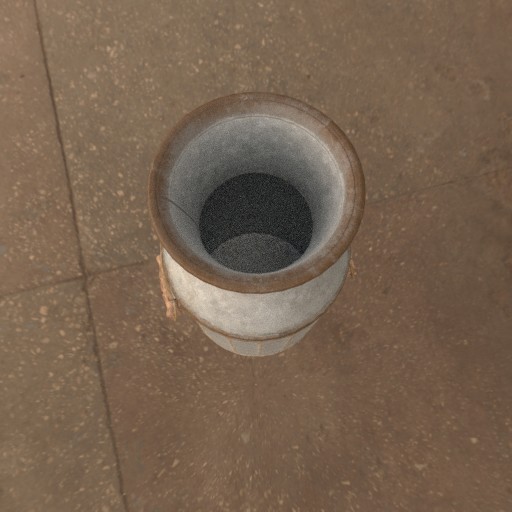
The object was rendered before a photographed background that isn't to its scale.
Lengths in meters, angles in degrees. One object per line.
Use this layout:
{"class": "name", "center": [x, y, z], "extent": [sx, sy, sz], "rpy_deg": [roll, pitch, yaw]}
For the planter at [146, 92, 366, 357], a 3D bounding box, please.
{"class": "planter", "center": [0.000, 0.000, 0.532], "extent": [0.245, 0.396, 0.214], "rpy_deg": [-13, 74, -4]}
